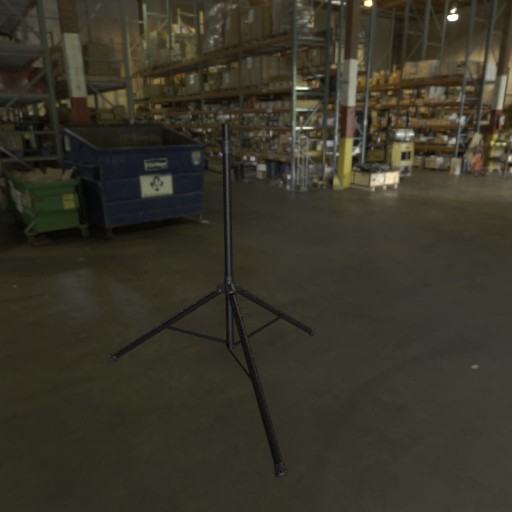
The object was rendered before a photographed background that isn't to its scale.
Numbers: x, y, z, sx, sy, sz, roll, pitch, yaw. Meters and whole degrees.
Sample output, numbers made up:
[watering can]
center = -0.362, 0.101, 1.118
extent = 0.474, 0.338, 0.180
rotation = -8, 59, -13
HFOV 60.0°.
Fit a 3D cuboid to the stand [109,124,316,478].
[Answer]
[stand]
center = 0.000, 0.000, 2.789
extent = 1.596, 1.595, 1.339
rotation = 16, 23, 42
